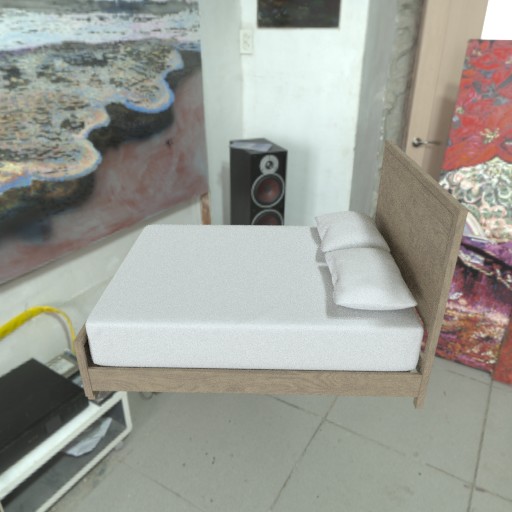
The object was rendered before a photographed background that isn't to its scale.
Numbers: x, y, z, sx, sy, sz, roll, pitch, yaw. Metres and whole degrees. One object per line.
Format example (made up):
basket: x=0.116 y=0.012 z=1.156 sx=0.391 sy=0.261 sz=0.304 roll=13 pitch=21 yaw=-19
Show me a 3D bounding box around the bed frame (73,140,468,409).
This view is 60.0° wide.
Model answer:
bed frame: x=0.000 y=0.000 z=3.292 sx=2.189 sy=1.369 sz=1.606 roll=1 pitch=27 yaw=1
